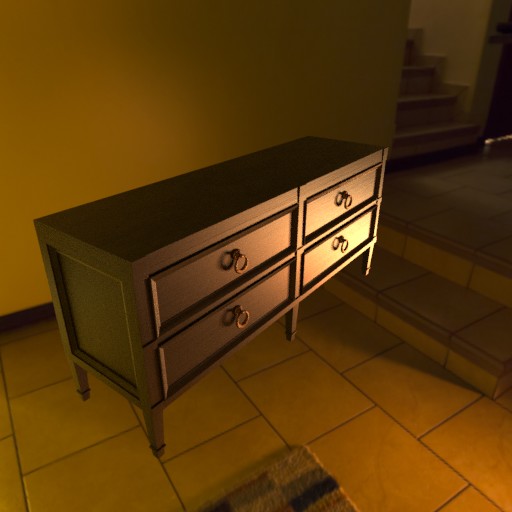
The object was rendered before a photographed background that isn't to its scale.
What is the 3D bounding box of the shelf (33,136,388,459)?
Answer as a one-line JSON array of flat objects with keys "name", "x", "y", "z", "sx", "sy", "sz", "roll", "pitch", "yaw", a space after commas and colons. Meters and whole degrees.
[{"name": "shelf", "x": 0.000, "y": 0.000, "z": 1.919, "sx": 0.479, "sy": 0.719, "sz": 1.575, "roll": 19, "pitch": 32, "yaw": 33}]
